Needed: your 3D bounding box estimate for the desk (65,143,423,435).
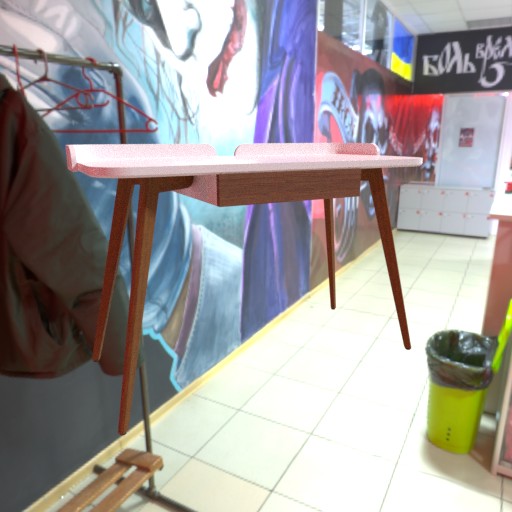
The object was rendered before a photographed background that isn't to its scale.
[{"bbox_3d":[0.000,0.000,1.653,1.206,0.807,0.534,-8,17,-27],"label":"desk"}]
